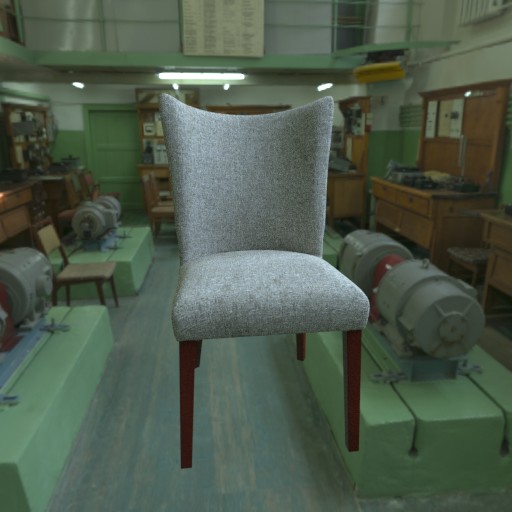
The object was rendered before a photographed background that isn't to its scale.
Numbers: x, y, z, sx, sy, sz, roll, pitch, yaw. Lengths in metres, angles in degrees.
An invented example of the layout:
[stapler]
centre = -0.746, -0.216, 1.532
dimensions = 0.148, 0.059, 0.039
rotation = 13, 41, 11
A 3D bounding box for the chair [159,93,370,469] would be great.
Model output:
[chair]
centre = 0.000, 0.000, 1.312
dimensions = 0.535, 0.924, 0.623
rotation = -2, 16, -8
